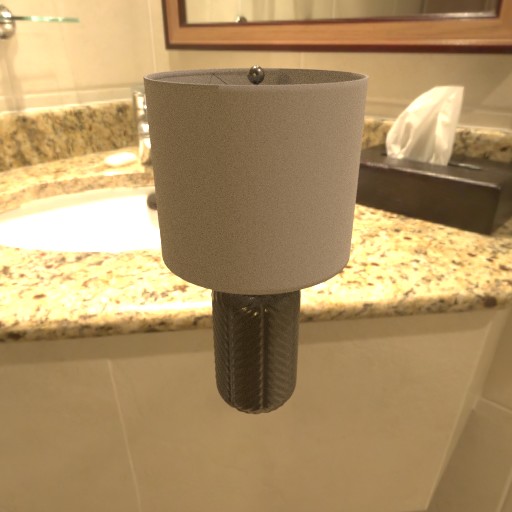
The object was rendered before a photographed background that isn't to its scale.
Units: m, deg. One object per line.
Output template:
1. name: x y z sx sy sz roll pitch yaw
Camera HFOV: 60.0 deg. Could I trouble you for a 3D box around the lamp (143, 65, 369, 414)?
1. lamp: 0.000 0.000 0.492 0.203 0.389 0.203 1 26 1
